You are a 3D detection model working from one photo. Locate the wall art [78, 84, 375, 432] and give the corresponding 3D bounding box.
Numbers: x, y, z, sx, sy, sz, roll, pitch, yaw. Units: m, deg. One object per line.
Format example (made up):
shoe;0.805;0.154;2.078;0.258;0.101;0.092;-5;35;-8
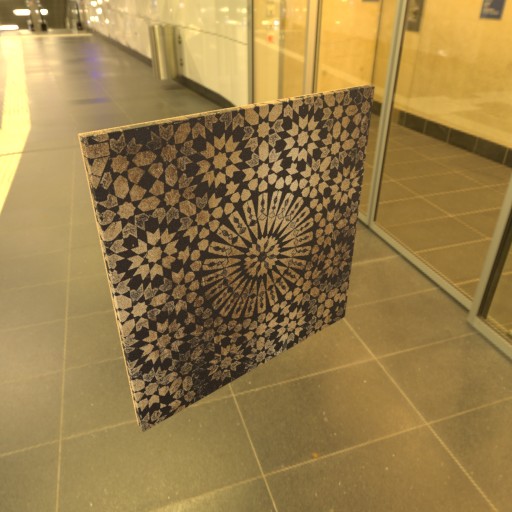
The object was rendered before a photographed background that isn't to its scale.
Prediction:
wall art;0.000;0.000;1.383;0.914;0.914;0.038;-22;37;-32
